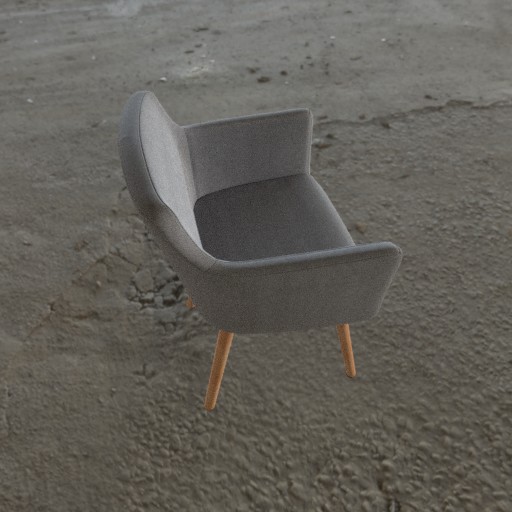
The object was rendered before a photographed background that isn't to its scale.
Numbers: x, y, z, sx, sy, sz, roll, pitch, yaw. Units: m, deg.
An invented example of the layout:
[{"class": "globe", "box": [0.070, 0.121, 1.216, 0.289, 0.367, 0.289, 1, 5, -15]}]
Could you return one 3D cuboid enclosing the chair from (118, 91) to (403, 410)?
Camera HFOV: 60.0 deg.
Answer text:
[{"class": "chair", "box": [0.000, 0.000, 1.158, 0.540, 0.780, 0.570, -10, 47, -9]}]
